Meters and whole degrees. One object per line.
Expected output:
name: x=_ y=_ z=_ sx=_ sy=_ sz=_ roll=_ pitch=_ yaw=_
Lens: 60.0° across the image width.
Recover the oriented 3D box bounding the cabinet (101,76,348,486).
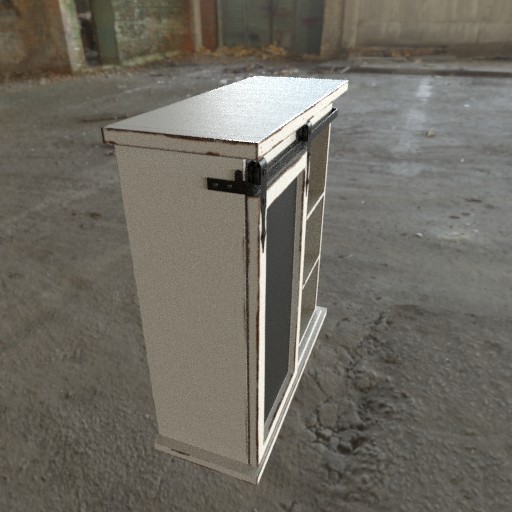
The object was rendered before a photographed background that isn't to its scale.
cabinet: x=0.000 y=0.000 z=0.887 sx=0.210 sy=0.603 sz=0.541 roll=10 pitch=31 yaw=18
